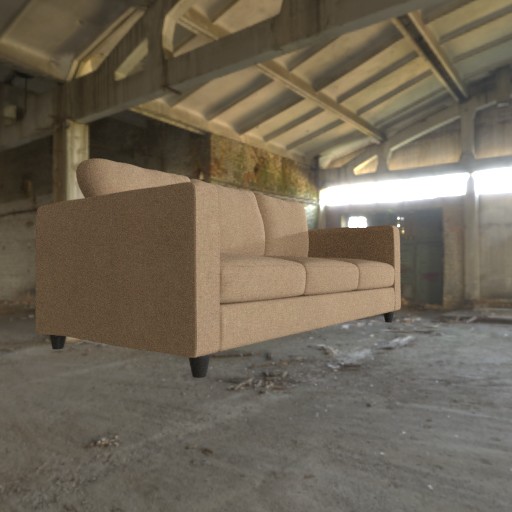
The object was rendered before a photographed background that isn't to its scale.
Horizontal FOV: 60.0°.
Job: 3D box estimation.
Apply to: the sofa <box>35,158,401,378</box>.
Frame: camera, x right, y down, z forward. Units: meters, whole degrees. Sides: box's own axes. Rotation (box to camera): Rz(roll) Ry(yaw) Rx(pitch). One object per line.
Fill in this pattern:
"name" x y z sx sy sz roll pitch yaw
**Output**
"sofa" 0.000 0.000 2.315 0.930 0.800 1.855 -1 -2 36
